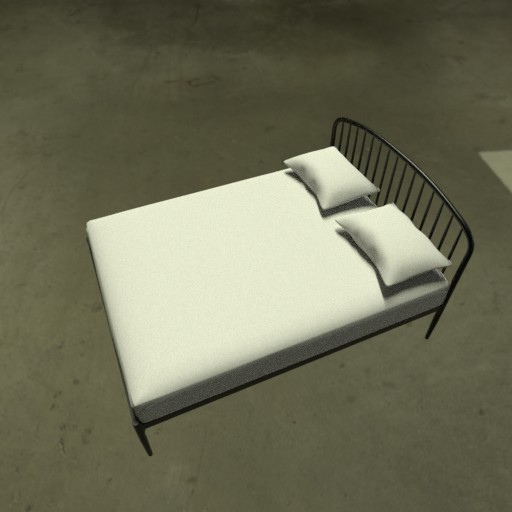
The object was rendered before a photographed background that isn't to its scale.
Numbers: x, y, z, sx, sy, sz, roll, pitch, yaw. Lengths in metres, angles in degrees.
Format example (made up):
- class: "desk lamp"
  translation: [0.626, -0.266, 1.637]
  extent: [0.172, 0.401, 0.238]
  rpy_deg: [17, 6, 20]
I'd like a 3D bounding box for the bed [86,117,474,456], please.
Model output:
- class: "bed"
  translation: [0.000, 0.000, 3.123]
  extent: [2.159, 1.166, 1.618]
  rpy_deg: [-18, 49, -16]
